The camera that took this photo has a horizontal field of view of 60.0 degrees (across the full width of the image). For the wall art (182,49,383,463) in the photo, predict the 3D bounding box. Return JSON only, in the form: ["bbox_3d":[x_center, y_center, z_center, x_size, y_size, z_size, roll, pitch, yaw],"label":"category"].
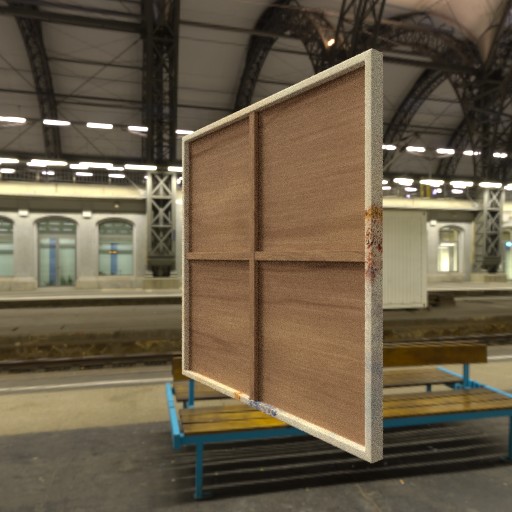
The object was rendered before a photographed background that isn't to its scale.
[{"bbox_3d":[0.000,0.000,1.316,0.038,0.889,0.889,0,0,-36],"label":"wall art"}]
